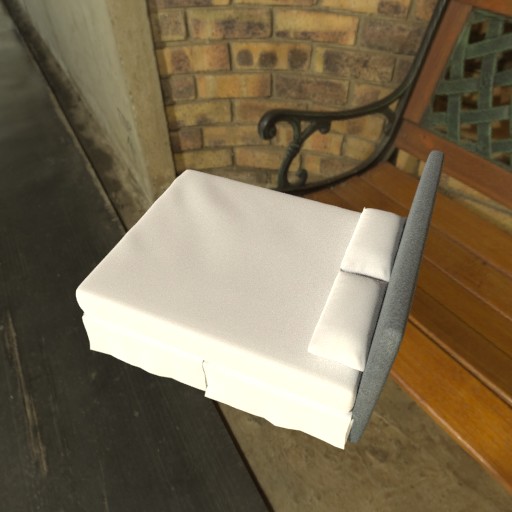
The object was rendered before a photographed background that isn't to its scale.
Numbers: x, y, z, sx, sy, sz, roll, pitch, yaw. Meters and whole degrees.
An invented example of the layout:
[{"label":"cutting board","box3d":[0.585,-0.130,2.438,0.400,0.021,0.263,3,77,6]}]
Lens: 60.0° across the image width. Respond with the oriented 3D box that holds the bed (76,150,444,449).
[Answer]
[{"label":"bed","box3d":[0.000,0.000,3.245,2.142,1.330,1.723,17,48,16]}]
